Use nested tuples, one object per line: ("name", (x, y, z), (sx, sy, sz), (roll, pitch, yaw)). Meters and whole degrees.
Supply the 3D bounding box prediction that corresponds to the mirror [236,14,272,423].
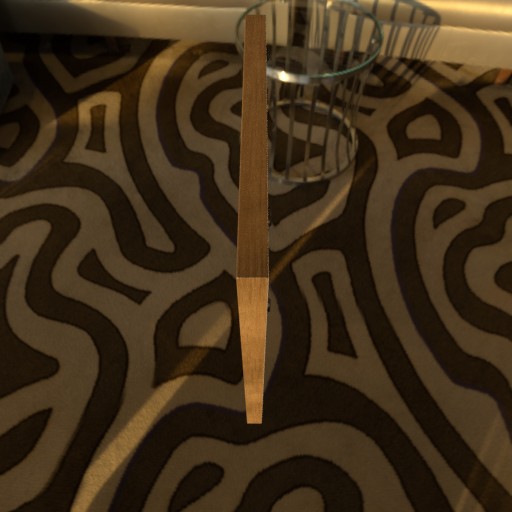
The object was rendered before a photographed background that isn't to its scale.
("mirror", (0.000, 0.000, 0.906), (0.039, 0.711, 0.508), (0, 58, 0))
